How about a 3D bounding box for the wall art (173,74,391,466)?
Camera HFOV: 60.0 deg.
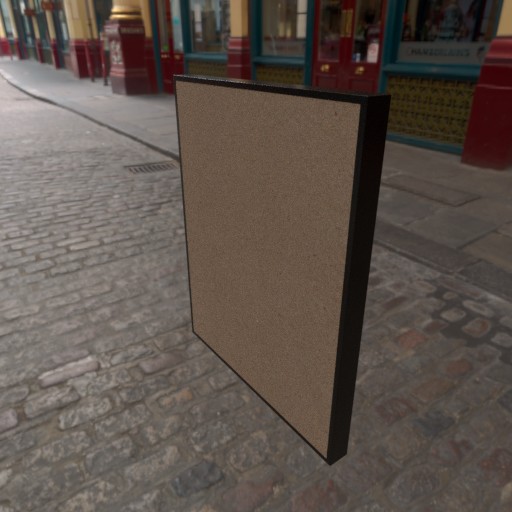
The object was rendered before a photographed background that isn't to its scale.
[{"bbox_3d":[0.000,0.000,0.753,0.038,0.551,0.448,-17,30,-32],"label":"wall art"}]
